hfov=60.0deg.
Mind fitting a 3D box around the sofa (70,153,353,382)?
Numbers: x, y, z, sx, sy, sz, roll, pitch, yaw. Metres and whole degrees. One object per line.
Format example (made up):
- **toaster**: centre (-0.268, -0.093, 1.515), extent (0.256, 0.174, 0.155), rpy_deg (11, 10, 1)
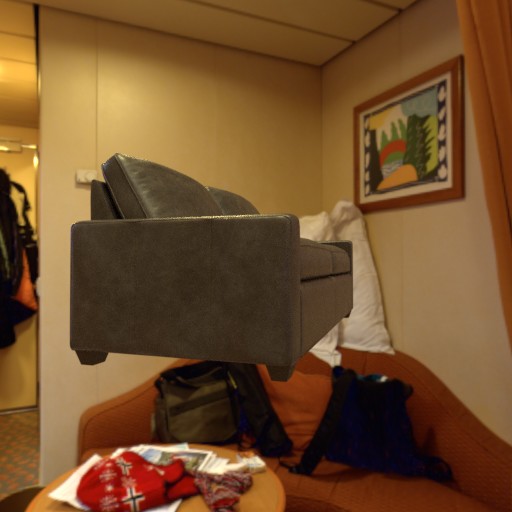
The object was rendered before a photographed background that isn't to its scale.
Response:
- **sofa**: centre (0.000, 0.000, 2.630), extent (0.939, 0.916, 2.081), rpy_deg (0, -1, 18)
